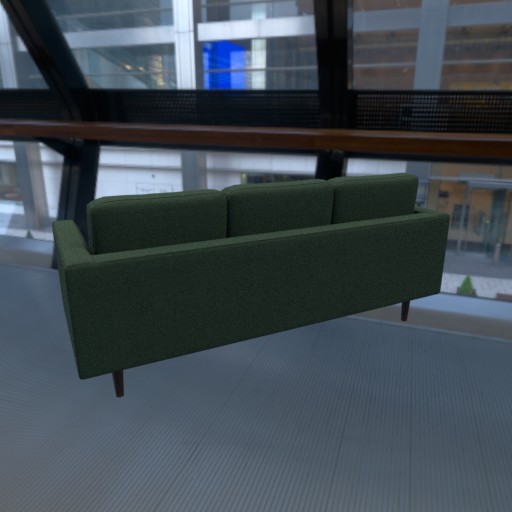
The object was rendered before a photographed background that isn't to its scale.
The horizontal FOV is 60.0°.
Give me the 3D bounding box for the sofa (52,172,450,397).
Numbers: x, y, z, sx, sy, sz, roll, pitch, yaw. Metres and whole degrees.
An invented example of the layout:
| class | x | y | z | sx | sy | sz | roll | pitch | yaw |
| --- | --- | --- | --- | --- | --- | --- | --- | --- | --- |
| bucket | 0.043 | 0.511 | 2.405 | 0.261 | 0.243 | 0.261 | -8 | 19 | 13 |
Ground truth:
| class | x | y | z | sx | sy | sz | roll | pitch | yaw |
| --- | --- | --- | --- | --- | --- | --- | --- | --- | --- |
| sofa | 0.000 | 0.000 | 2.510 | 2.029 | 0.899 | 0.879 | -9 | 20 | -25 |
